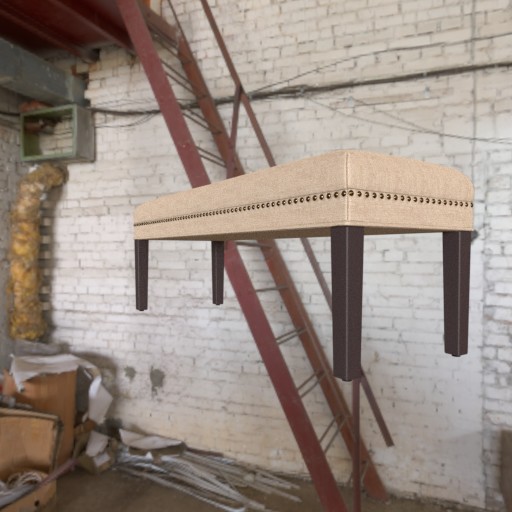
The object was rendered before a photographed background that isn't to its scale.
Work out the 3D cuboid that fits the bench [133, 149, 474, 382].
[{"bbox_3d":[0.000,0.000,1.417,0.410,0.457,1.219,0,1,-33],"label":"bench"}]
